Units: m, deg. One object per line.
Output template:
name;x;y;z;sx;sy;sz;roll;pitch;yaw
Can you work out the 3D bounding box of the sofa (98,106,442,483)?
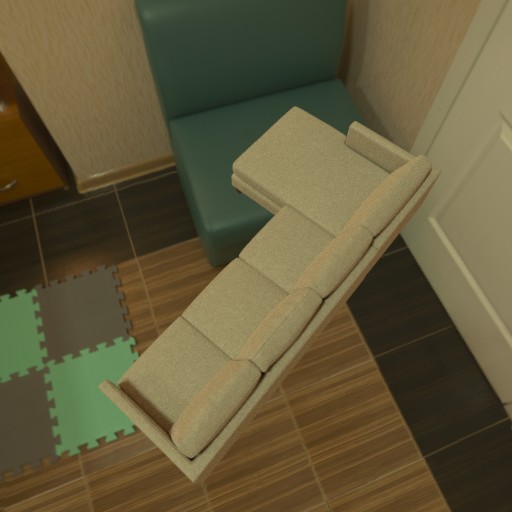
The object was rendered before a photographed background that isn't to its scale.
sofa;0.000;0.000;3.796;1.625;0.846;3.186;37;69;17
